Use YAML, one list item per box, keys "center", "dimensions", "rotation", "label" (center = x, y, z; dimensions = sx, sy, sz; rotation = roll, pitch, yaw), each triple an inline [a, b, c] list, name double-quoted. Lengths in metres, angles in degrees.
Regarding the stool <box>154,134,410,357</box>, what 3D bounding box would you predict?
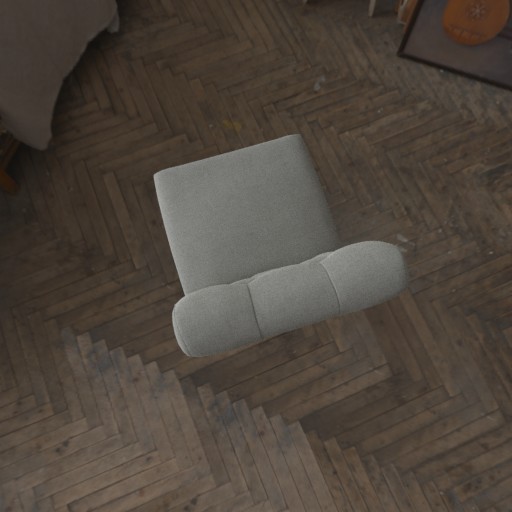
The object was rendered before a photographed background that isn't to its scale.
- center: [0.000, 0.000, 1.434]
  dimensions: [0.493, 1.140, 0.601]
  rotation: [-16, 75, -4]
  label: "stool"
